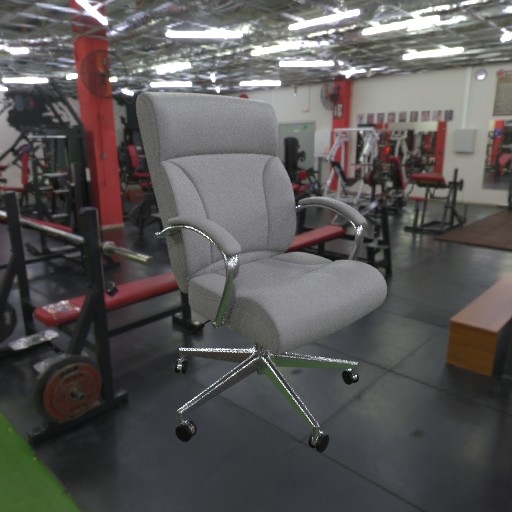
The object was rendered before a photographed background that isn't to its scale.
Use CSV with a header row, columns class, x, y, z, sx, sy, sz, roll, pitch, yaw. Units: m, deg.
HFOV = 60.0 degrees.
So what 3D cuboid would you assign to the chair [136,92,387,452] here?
class,x,y,z,sx,sy,sz,roll,pitch,yaw
chair,0.000,0.000,1.544,0.727,1.099,0.745,-14,20,-42
